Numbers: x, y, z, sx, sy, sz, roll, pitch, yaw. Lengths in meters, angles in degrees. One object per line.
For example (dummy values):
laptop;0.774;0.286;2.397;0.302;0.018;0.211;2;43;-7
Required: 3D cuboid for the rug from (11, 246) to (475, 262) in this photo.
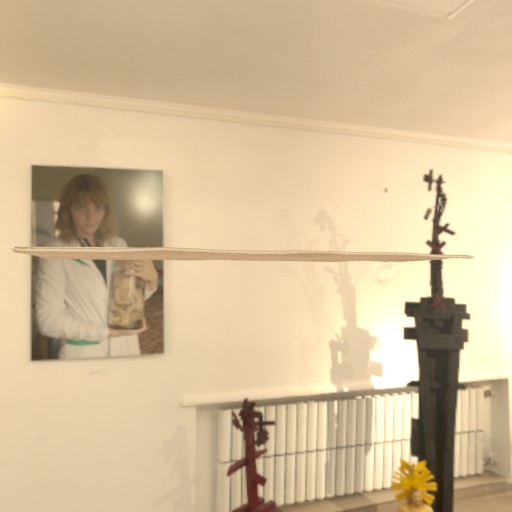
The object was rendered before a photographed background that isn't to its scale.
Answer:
rug;0.000;0.000;2.570;2.381;0.036;0.831;1;-3;-18
